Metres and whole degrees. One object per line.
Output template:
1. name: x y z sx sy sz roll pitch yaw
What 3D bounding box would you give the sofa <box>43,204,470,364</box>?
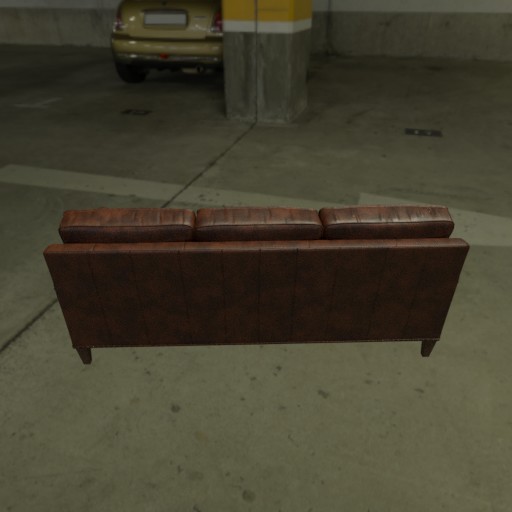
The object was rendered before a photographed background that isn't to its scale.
1. sofa: 0.000 0.000 2.859 2.240 1.003 1.084 -1 31 -2
